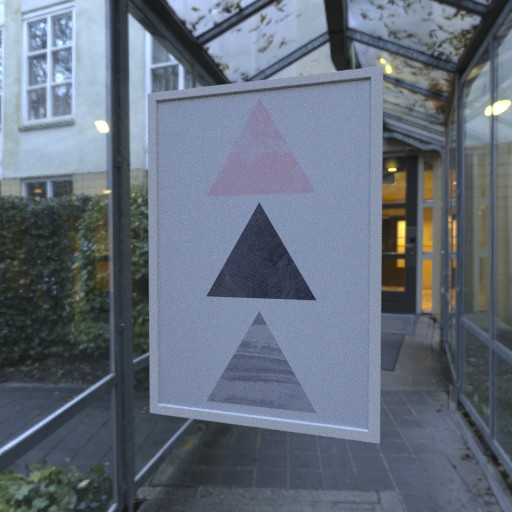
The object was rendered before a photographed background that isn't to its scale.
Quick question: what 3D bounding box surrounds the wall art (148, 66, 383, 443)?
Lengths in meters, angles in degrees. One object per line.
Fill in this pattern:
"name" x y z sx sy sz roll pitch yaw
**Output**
"wall art" 0.000 0.000 1.209 0.659 0.940 0.013 1 2 18
